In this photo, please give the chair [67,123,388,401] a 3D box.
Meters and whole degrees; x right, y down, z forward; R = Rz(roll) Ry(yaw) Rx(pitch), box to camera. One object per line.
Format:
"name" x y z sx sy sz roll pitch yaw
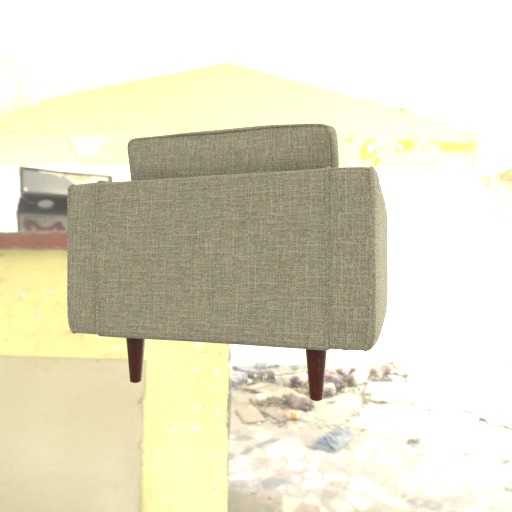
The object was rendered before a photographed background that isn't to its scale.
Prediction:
"chair" 0.000 0.000 1.573 0.889 0.765 0.914 0 0 18
